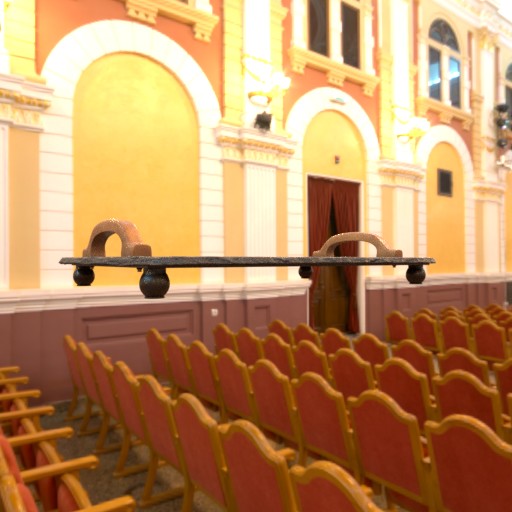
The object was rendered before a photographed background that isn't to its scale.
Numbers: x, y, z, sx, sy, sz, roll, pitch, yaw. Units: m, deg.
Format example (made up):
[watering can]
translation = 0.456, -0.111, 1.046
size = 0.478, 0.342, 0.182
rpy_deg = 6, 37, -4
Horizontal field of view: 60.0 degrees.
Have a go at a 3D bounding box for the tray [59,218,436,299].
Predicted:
[tray]
translation = 0.000, 0.000, 0.476
size = 0.387, 0.062, 0.231
rpy_deg = 0, -1, -36
